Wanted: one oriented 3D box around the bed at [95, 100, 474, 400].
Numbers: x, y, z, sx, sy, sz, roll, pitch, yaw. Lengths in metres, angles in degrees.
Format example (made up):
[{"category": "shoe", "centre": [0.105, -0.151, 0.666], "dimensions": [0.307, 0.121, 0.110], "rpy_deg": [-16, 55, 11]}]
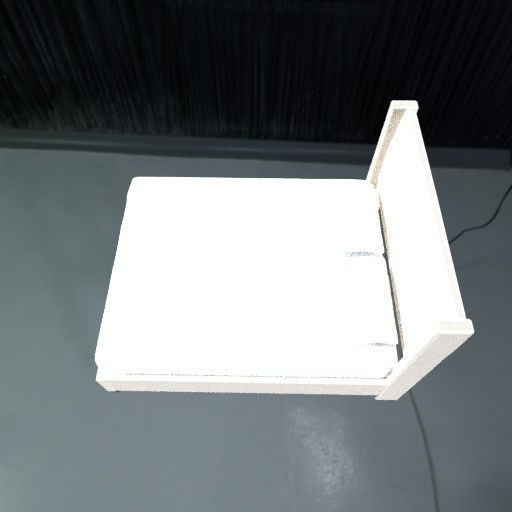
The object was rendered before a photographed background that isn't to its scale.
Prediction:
[{"category": "bed", "centre": [0.000, 0.000, 3.373], "dimensions": [2.293, 1.471, 1.778], "rpy_deg": [1, 59, 1]}]
